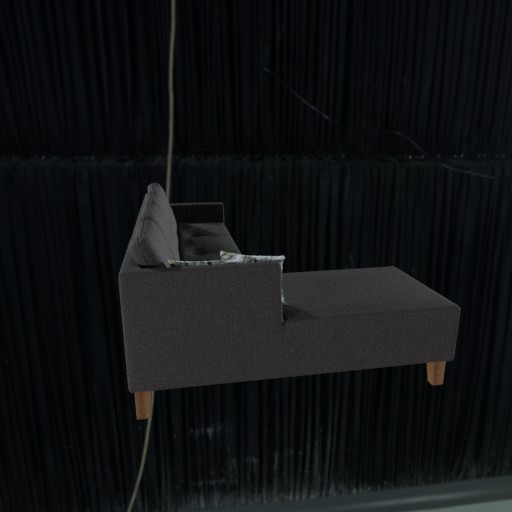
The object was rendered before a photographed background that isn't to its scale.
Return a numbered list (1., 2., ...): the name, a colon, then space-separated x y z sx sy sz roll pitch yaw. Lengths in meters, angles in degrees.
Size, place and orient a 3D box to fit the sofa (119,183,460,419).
1. sofa: 0.000 0.000 3.543 1.829 0.932 2.679 -3 17 -10
